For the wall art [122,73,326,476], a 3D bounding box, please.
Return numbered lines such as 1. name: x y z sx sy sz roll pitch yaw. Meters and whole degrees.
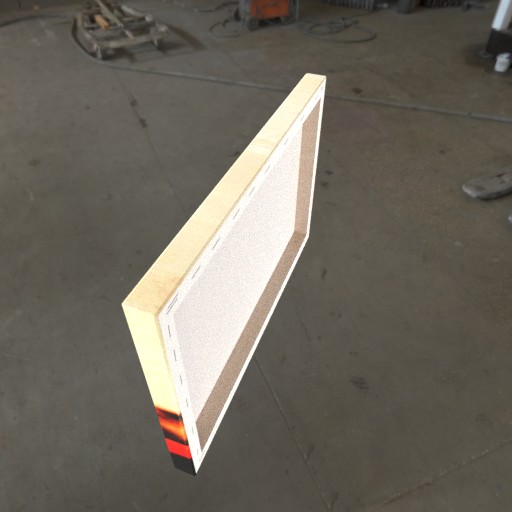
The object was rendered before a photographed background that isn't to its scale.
1. wall art: 0.000 0.000 0.769 0.040 0.402 0.613 15 46 16
